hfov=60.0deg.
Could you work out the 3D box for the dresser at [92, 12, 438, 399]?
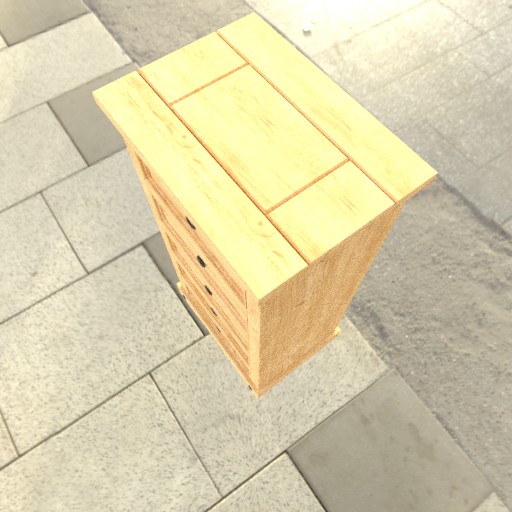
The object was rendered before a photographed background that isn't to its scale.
[{"bbox_3d":[0.000,0.000,1.277,0.390,1.041,0.531,-34,69,-15],"label":"dresser"}]
